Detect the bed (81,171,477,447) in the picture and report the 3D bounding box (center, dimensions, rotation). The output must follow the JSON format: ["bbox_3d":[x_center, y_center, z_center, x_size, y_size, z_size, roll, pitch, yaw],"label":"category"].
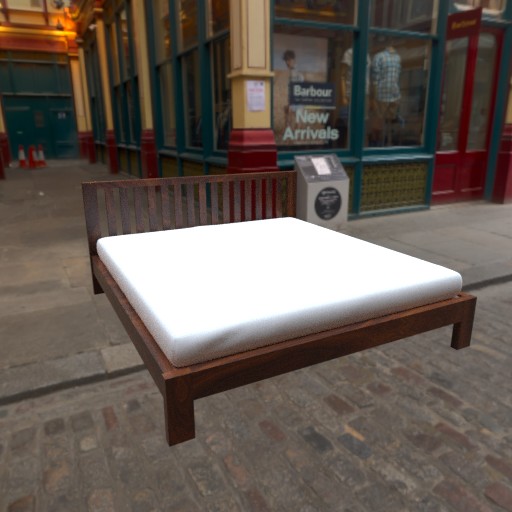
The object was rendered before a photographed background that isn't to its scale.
[{"bbox_3d":[0.000,0.000,3.036,1.905,0.890,2.030,-9,18,-27],"label":"bed"}]
